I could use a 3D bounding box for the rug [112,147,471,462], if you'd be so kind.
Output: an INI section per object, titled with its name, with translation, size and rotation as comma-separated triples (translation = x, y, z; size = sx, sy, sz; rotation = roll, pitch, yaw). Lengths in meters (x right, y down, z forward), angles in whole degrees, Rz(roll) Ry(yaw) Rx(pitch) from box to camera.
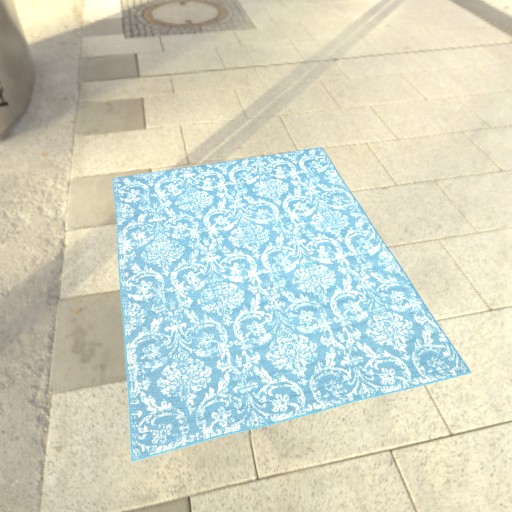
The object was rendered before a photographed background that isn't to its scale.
[rug]
translation = 0.000, 0.000, 3.913
size = 2.363, 0.012, 2.980
rotation = -11, 47, -10
